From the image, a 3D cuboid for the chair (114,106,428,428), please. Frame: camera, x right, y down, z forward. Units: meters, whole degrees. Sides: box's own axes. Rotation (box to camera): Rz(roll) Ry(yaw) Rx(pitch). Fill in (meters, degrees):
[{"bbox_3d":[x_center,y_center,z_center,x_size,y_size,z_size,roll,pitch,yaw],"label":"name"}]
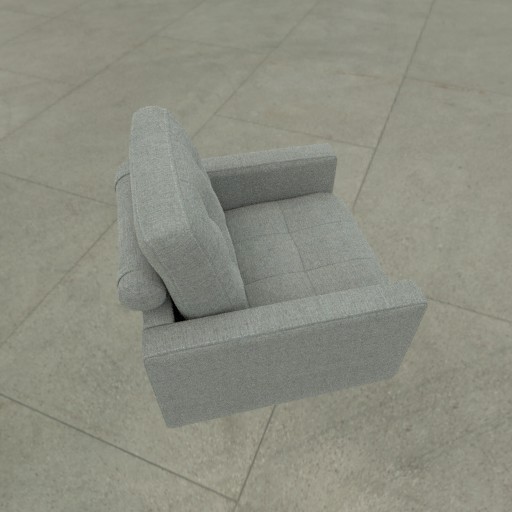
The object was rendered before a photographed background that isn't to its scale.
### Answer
[{"bbox_3d":[0.000,0.000,1.513,0.843,0.880,0.821,-10,48,-9],"label":"chair"}]
